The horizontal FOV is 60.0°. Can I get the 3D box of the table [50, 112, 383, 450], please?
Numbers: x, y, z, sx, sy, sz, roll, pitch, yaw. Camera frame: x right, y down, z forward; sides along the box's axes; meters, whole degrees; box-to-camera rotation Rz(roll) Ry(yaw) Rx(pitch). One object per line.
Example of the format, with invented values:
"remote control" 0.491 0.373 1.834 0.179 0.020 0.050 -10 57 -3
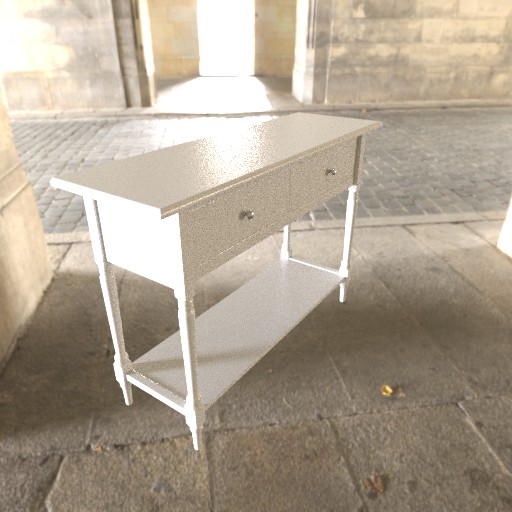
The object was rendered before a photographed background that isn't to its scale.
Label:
"table" 0.000 0.000 1.595 0.384 0.808 1.197 18 32 31
